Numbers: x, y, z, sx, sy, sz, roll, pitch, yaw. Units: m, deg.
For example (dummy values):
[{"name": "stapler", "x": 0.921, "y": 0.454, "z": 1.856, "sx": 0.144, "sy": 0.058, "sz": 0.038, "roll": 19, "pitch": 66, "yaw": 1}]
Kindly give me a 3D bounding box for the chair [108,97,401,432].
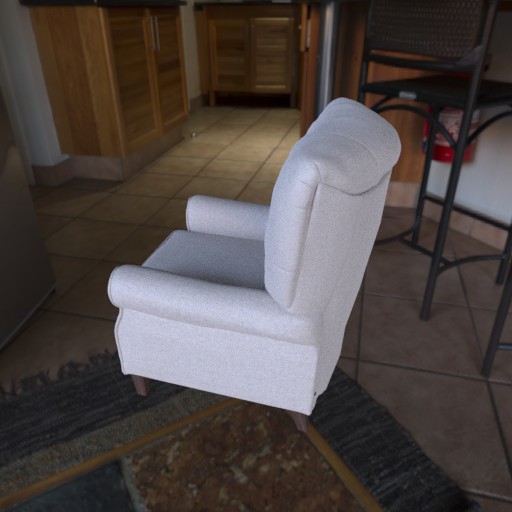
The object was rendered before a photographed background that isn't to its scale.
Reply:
[{"name": "chair", "x": 0.000, "y": 0.000, "z": 1.882, "sx": 1.025, "sy": 1.209, "sz": 0.942, "roll": 8, "pitch": 31, "yaw": 14}]
